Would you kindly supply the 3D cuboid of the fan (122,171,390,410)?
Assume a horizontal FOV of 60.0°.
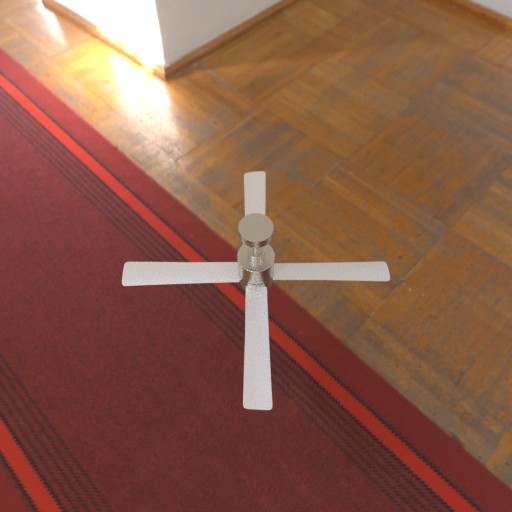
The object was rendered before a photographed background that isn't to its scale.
[{"bbox_3d":[0.000,0.000,2.391,1.525,0.539,1.525,0,59,0],"label":"fan"}]
